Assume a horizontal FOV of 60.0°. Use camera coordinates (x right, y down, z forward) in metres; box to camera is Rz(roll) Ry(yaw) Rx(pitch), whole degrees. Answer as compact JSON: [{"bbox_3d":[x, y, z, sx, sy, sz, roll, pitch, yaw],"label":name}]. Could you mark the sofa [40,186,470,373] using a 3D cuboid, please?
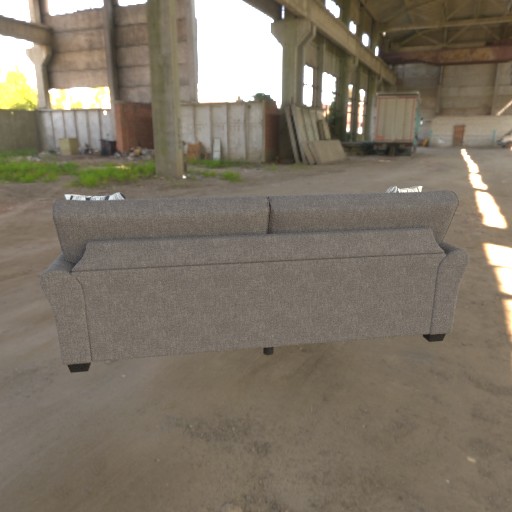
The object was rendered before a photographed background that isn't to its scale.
[{"bbox_3d":[0.000,0.000,2.492,2.032,0.813,0.889,-3,16,-9],"label":"sofa"}]
